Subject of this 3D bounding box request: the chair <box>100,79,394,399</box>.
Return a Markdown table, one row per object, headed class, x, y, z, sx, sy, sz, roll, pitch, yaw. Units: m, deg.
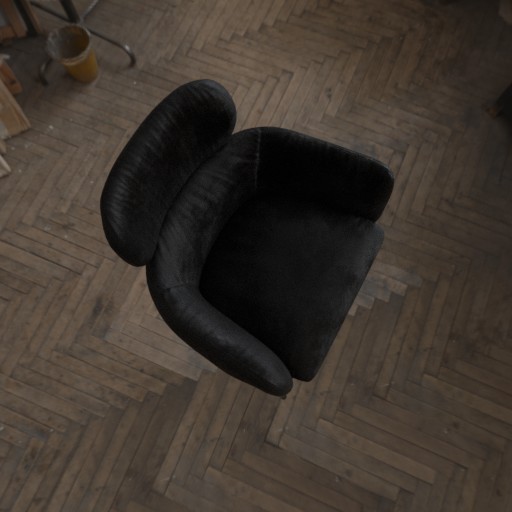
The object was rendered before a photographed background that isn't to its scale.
| class | x | y | z | sx | sy | sz | roll | pitch | yaw |
| --- | --- | --- | --- | --- | --- | --- | --- | --- | --- |
| chair | 0.000 | 0.000 | 1.270 | 0.604 | 0.818 | 0.640 | 28 | 76 | 8 |
